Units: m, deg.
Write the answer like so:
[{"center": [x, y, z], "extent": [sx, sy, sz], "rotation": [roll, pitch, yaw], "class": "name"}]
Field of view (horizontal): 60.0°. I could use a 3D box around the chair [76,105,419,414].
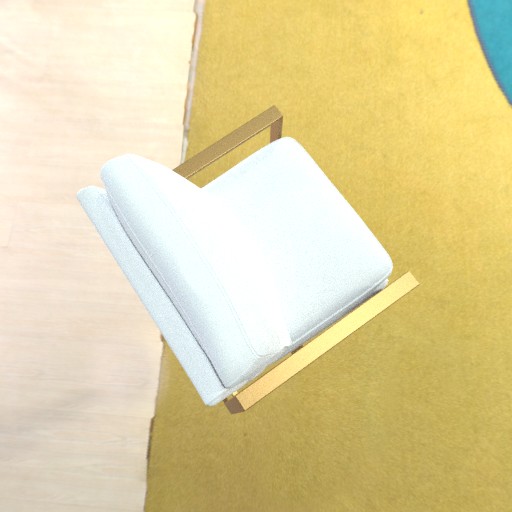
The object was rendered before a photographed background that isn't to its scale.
[{"center": [0.000, 0.000, 1.559], "extent": [0.813, 0.966, 0.805], "rotation": [-34, 77, -9], "class": "chair"}]
